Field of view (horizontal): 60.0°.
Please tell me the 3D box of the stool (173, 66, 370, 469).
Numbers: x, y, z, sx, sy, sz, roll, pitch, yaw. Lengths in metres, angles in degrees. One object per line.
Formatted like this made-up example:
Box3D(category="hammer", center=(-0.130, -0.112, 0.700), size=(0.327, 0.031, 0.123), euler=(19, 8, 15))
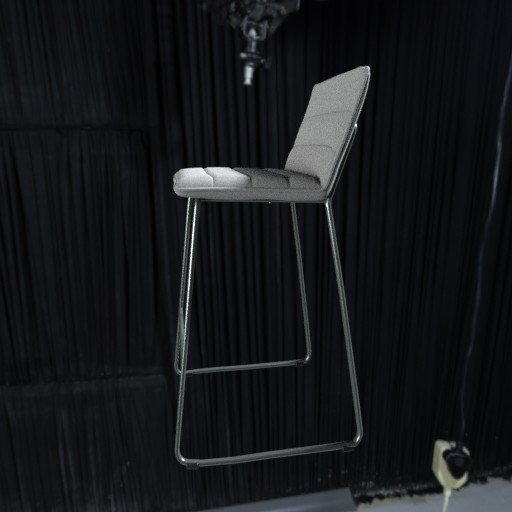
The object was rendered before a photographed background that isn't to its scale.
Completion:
Box3D(category="stool", center=(0.000, 0.000, 1.246), size=(0.490, 0.960, 0.490), euler=(-3, 15, -10))
